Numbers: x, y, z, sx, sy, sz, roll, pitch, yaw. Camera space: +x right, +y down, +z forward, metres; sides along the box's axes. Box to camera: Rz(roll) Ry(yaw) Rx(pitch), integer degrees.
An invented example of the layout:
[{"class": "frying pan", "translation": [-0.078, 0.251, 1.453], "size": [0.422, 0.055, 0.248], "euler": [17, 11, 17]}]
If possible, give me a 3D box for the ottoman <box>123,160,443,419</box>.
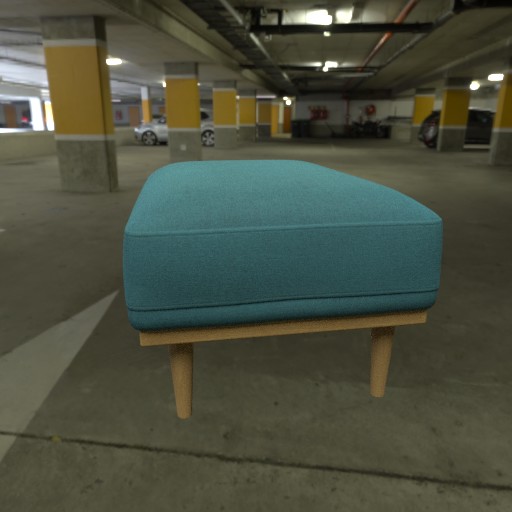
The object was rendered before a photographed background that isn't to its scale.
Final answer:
[{"class": "ottoman", "translation": [0.000, 0.000, 1.086], "size": [0.549, 0.428, 0.749], "euler": [-3, 17, -10]}]
